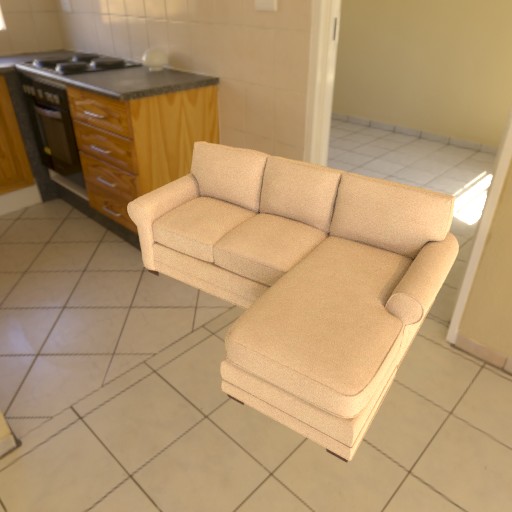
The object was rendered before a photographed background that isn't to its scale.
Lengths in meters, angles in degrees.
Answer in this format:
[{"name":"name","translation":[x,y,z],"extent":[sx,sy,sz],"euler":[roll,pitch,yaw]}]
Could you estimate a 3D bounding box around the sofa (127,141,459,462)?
[{"name":"sofa","translation":[0.000,0.000,2.325],"extent":[1.770,0.734,1.226],"euler":[20,37,28]}]
